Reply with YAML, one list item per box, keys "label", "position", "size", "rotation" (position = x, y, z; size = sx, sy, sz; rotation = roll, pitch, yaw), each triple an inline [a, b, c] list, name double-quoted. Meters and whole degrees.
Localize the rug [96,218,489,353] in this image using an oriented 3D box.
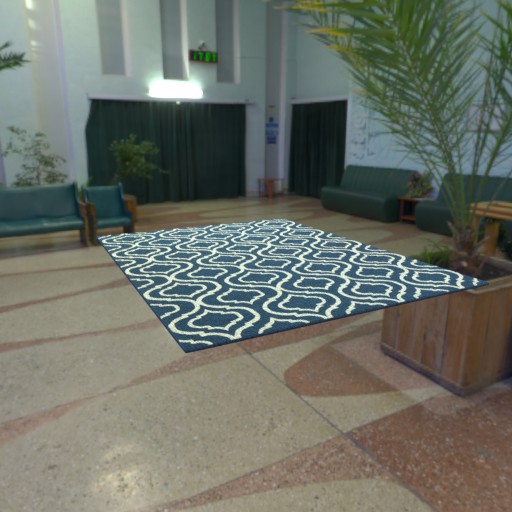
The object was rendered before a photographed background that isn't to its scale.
- label: "rug"
  position: [0.000, 0.000, 3.897]
  size: [2.270, 0.020, 2.881]
  rotation: [-8, 17, -26]
